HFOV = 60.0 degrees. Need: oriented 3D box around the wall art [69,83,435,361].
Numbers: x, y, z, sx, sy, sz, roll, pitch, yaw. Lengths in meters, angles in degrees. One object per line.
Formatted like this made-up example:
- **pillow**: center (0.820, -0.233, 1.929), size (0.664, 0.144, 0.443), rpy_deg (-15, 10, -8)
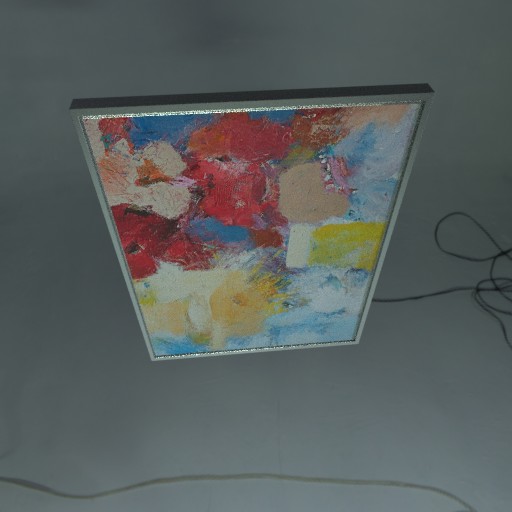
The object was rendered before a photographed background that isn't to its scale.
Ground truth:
- **wall art**: center (0.000, 0.000, 0.749), size (0.444, 0.569, 0.025), rpy_deg (-4, 46, -4)
